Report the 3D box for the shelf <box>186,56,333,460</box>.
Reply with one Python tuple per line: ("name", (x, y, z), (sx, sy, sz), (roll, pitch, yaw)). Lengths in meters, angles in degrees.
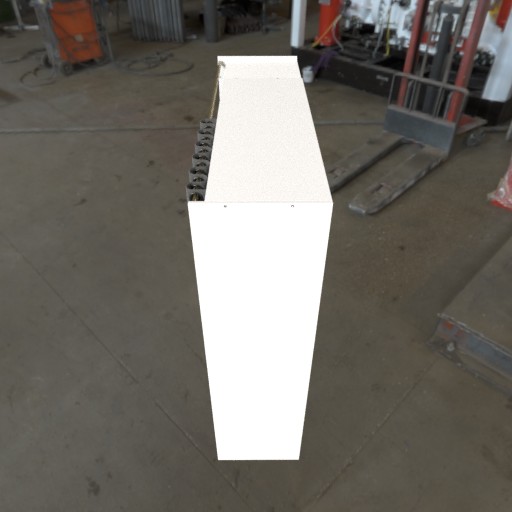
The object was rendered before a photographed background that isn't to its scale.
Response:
("shelf", (0.000, 0.000, 2.649), (0.500, 1.810, 1.600), (0, 40, 0))
